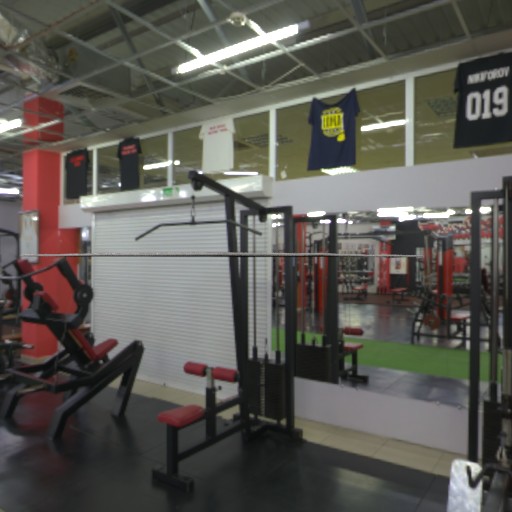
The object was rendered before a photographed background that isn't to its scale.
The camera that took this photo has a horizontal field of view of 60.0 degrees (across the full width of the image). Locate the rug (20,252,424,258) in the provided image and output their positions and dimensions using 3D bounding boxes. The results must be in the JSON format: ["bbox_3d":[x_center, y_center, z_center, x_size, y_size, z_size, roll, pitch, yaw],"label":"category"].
[{"bbox_3d":[0.000,0.000,3.034,1.531,0.023,2.444,0,0,37],"label":"rug"}]
